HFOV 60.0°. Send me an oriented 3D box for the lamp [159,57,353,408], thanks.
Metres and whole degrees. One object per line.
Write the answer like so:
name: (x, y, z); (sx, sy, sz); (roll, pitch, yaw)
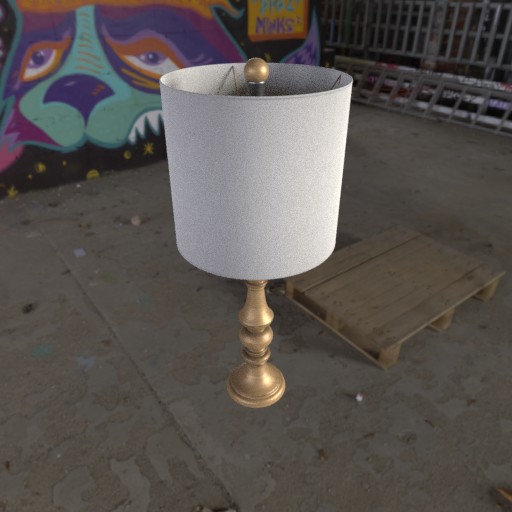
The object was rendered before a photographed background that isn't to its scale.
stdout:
lamp: (0.000, 0.000, 0.726); (0.250, 0.597, 0.250); (-9, 32, -15)
